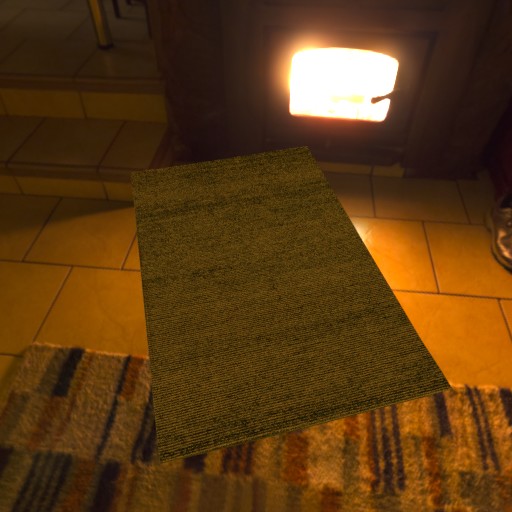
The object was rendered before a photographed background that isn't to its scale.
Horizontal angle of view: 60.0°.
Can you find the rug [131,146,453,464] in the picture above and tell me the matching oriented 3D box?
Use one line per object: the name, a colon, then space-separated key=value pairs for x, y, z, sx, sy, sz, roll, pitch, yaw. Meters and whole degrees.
rug: x=0.000 y=0.000 z=2.229 sx=1.145 sy=0.021 sz=1.777 roll=-10 pitch=47 yaw=-10
